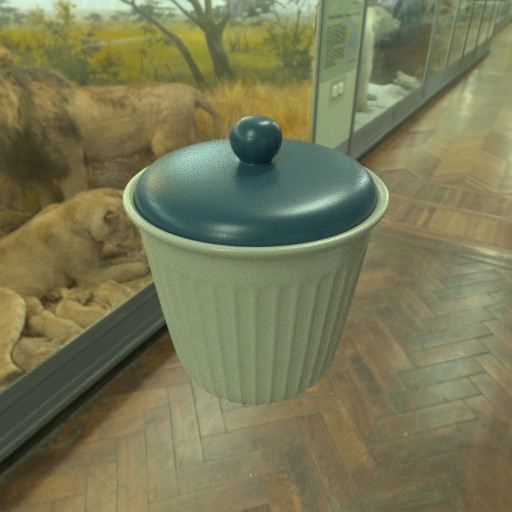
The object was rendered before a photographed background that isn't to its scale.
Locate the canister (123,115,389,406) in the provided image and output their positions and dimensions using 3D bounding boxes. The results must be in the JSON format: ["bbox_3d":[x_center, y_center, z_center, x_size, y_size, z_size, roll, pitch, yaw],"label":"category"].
[{"bbox_3d":[0.000,0.000,0.341,0.181,0.211,0.181,0,32,0],"label":"canister"}]
